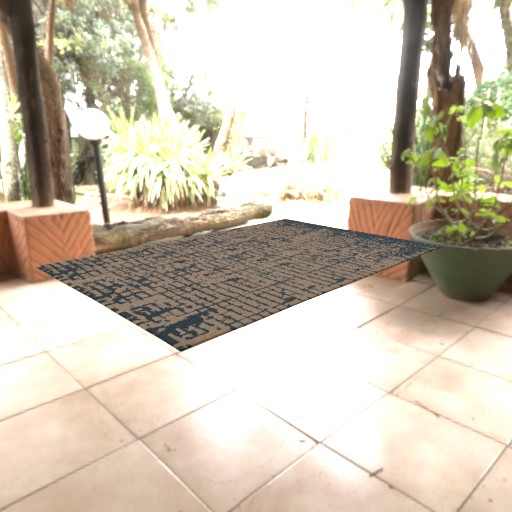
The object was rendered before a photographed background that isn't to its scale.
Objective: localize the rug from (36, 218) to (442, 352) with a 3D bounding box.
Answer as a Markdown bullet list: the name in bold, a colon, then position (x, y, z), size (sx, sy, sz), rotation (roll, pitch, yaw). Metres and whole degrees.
- **rug**: position (0.000, 0.000, 2.366), size (1.828, 0.007, 1.220), rotation (-15, 21, -42)
